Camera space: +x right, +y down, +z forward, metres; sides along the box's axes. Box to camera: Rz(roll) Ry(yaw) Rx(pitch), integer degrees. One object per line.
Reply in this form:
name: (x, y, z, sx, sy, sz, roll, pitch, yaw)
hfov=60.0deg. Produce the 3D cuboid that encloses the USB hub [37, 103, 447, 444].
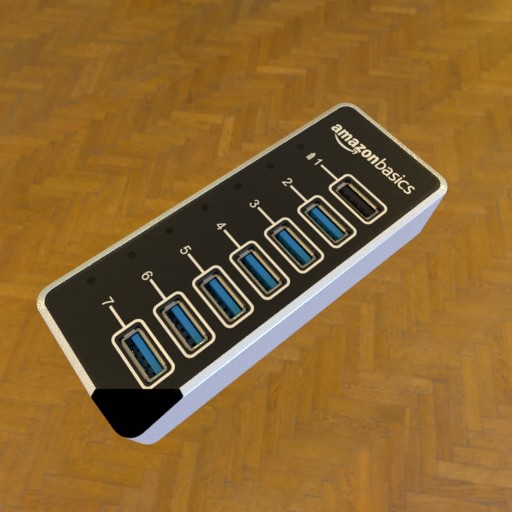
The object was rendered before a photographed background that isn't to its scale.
USB hub: (0.000, 0.000, 0.128, 0.110, 0.023, 0.044, -35, 68, -16)
